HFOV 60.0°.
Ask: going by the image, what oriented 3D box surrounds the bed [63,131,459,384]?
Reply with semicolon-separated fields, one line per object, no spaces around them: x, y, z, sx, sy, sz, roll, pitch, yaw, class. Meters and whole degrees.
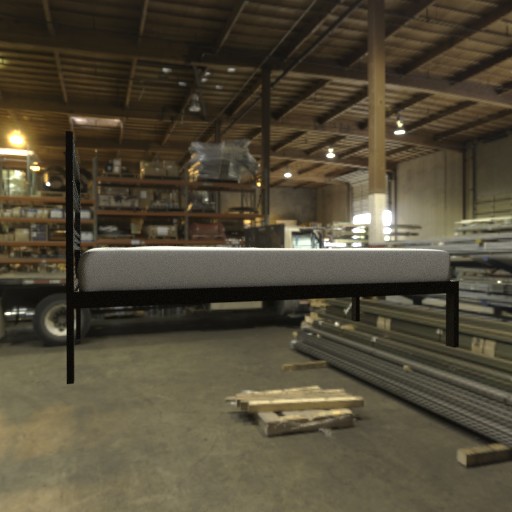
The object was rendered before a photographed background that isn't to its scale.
0.000;0.000;2.483;1.930;0.967;0.991;0;1;-20;bed
